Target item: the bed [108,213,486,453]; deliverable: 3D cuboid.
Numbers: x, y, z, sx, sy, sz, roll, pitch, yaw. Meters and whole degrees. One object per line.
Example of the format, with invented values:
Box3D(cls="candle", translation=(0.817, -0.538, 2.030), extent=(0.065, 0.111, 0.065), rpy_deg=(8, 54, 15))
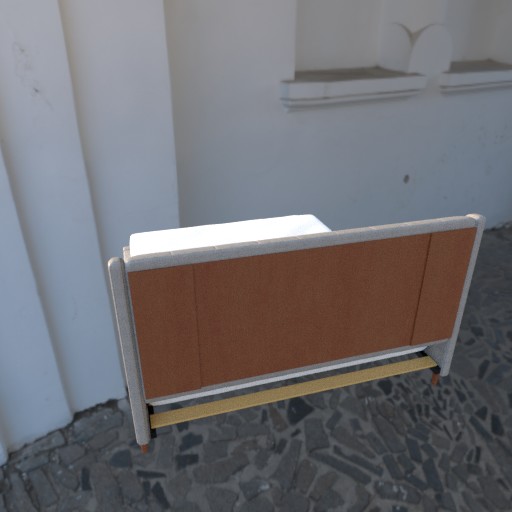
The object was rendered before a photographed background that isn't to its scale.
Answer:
Box3D(cls="bed", translation=(0.000, 0.000, 3.510), extent=(2.062, 1.289, 2.342), rpy_deg=(-7, 27, -15))
